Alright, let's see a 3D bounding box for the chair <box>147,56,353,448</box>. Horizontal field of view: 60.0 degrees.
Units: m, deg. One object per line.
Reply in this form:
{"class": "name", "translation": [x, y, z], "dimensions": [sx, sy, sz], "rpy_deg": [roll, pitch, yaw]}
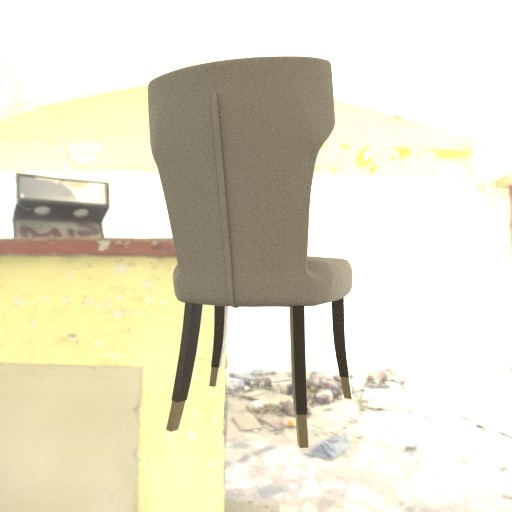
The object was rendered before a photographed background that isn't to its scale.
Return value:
{"class": "chair", "translation": [0.000, 0.000, 1.332], "dimensions": [0.526, 0.950, 0.630], "rpy_deg": [0, -1, 18]}
